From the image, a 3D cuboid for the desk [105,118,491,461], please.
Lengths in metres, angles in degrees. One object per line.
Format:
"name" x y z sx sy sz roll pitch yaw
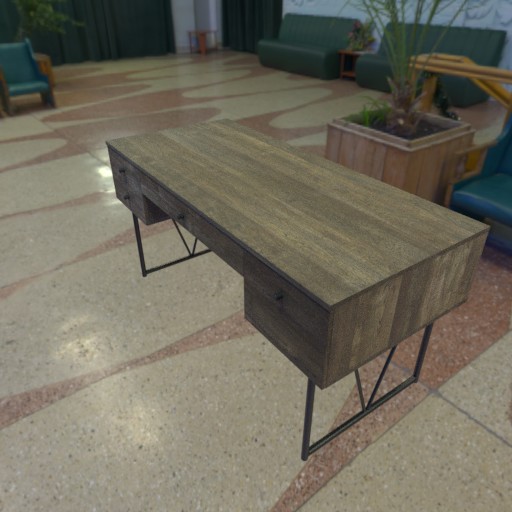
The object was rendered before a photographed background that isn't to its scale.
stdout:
"desk" 0.000 0.000 2.018 0.730 0.780 1.600 -21 38 -29
